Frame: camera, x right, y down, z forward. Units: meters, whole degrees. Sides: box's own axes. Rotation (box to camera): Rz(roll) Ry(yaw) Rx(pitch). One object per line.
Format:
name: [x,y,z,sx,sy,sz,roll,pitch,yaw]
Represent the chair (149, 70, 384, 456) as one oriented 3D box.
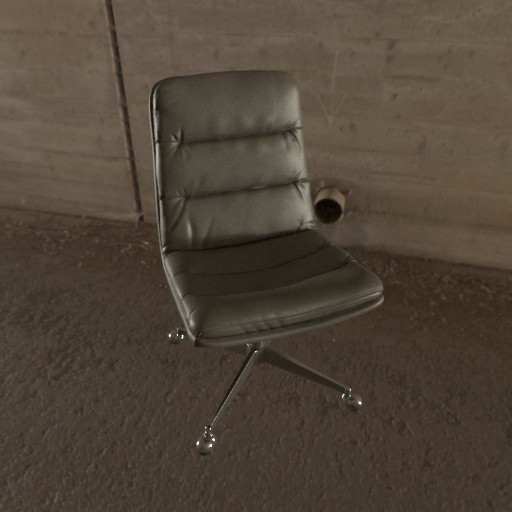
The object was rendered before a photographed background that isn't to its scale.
chair: [0.000,0.000,1.025,0.422,0.738,0.485,-10,33,-16]
